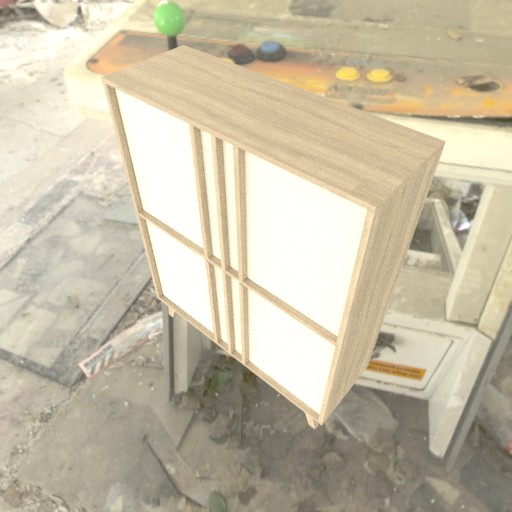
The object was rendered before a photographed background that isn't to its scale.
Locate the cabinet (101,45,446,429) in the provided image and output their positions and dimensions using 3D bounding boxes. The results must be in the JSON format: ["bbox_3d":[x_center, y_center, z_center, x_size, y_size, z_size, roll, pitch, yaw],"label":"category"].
[{"bbox_3d":[0.000,0.000,1.926,1.111,1.388,0.398,32,54,27],"label":"cabinet"}]
